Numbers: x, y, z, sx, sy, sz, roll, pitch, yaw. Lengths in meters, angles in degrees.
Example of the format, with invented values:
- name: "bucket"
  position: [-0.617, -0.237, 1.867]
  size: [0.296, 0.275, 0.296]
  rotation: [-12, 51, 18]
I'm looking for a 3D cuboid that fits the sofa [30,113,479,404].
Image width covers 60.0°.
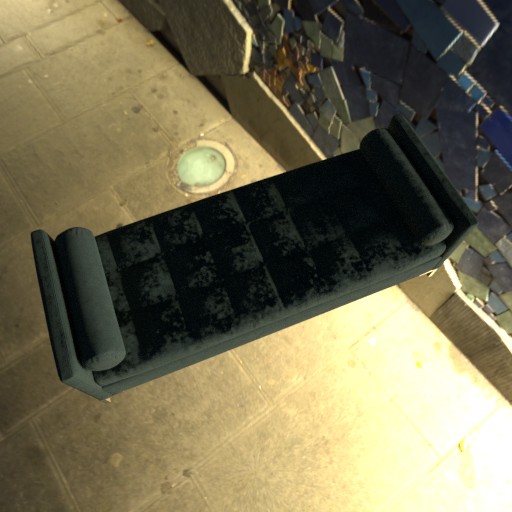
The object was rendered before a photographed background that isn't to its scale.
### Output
- name: "sofa"
  position: [0.000, 0.000, 2.459]
  size: [2.102, 0.657, 0.797]
  rotation: [-20, 66, -9]
